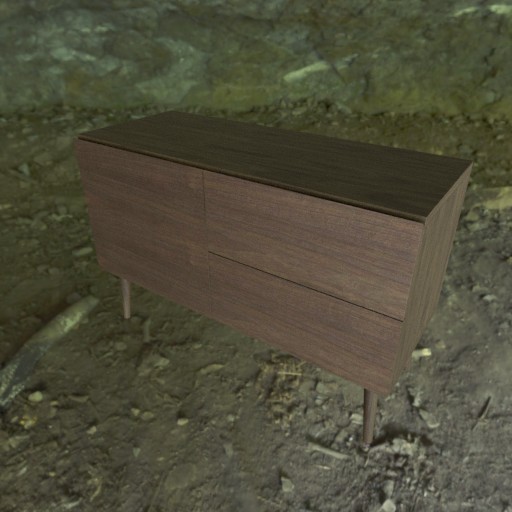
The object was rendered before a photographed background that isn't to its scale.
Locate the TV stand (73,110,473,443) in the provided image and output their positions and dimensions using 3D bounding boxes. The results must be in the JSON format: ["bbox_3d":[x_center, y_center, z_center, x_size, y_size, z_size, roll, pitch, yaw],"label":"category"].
[{"bbox_3d":[0.000,0.000,1.327,0.990,0.660,0.405,19,35,29],"label":"TV stand"}]
